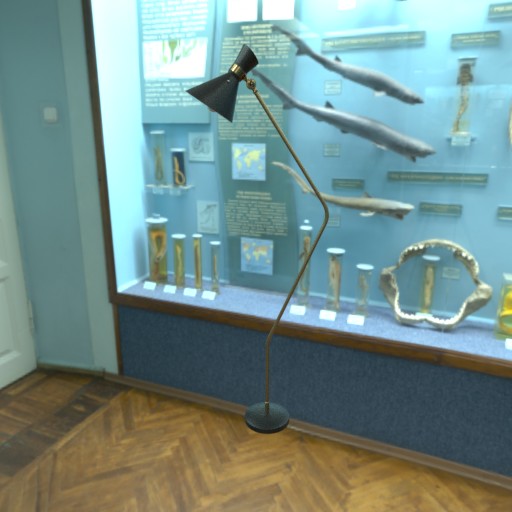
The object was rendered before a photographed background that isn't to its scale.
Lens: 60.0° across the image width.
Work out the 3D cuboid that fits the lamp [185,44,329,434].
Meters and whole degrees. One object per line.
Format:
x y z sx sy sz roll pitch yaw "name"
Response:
0.000 0.000 1.633 0.467 1.438 0.277 7 17 24 "lamp"
